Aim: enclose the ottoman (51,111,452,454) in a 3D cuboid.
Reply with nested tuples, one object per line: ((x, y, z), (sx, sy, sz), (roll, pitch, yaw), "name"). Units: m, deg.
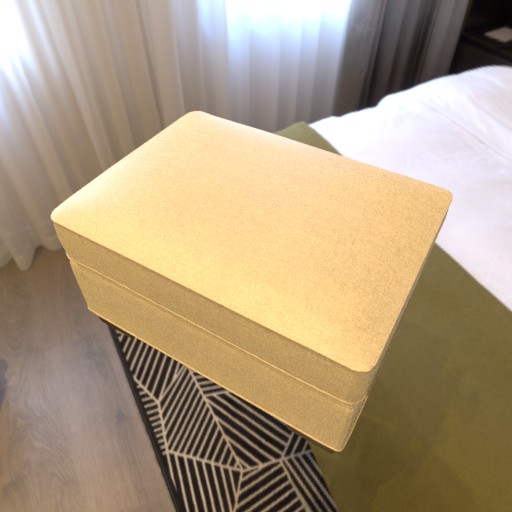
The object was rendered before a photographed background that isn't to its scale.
((0.000, 0.000, 1.250), (0.843, 0.504, 0.619), (24, 51, 21), "ottoman")
